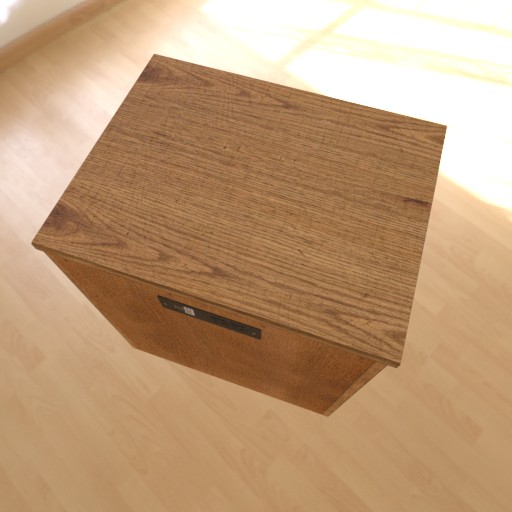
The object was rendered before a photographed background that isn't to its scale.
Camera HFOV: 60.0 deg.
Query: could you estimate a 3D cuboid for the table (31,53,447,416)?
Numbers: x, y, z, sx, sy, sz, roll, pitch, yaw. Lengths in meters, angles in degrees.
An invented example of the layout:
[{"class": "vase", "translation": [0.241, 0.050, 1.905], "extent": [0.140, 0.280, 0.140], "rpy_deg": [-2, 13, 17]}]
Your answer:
[{"class": "table", "translation": [0.000, 0.000, 1.051], "extent": [0.601, 0.625, 0.494], "rpy_deg": [17, 65, 8]}]
